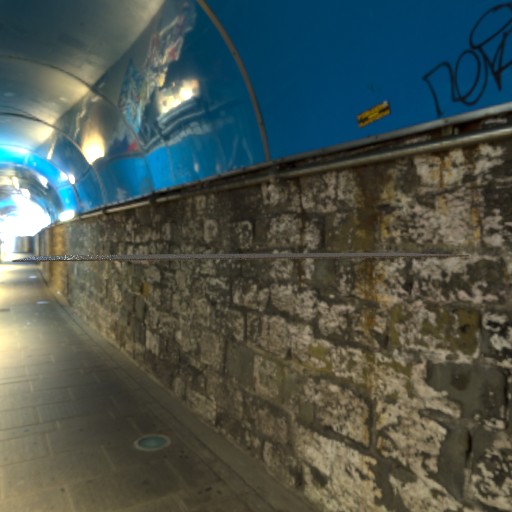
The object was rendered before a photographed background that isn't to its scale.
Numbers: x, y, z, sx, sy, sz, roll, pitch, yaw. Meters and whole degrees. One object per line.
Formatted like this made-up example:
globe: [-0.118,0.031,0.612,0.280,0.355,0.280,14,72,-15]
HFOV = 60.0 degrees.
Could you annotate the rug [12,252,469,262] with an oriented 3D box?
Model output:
rug: [0.000,0.000,2.630,2.439,0.008,0.762,-1,2,-18]
